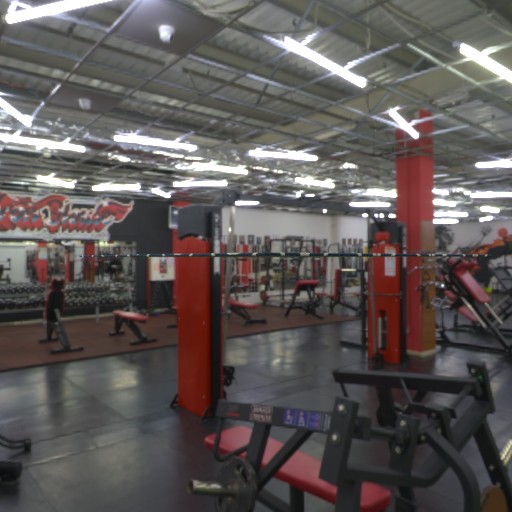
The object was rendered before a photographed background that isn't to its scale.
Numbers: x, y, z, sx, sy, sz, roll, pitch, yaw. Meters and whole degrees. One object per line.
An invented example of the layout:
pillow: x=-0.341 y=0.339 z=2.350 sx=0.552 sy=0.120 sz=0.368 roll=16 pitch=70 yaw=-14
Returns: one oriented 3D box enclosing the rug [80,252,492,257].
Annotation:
rug: x=0.000 y=0.000 z=2.733 sx=1.524 sy=0.010 sz=2.134 roll=0 pitch=0 yaw=-37
